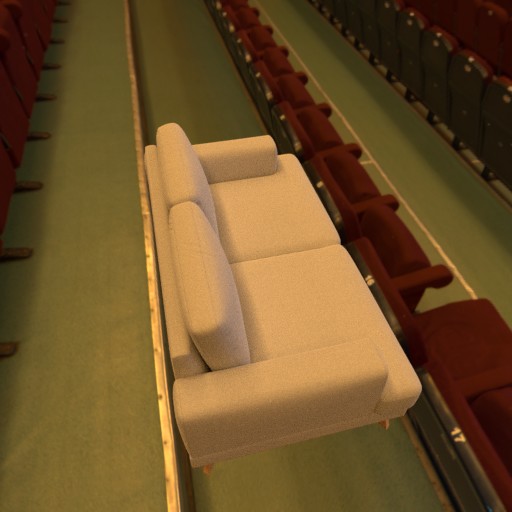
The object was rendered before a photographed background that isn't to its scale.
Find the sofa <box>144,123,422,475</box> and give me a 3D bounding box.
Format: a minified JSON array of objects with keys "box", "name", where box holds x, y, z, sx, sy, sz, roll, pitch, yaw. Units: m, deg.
[{"box":[0.000,0.000,2.116,0.915,0.810,1.651,-10,46,-10],"name":"sofa"}]
